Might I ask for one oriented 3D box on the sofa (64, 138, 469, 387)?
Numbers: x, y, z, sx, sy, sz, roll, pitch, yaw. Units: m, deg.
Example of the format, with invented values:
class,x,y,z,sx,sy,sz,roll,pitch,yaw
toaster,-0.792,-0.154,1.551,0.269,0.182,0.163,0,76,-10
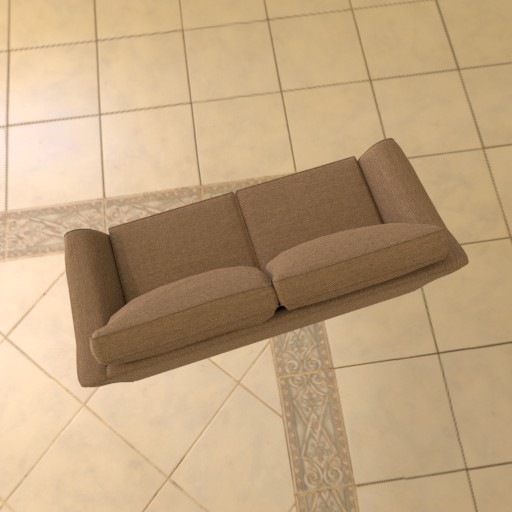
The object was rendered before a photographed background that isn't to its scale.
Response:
class,x,y,z,sx,sy,sz,roll,pitch,yaw
sofa,0.000,0.000,2.807,2.270,0.965,0.980,-17,75,-5
